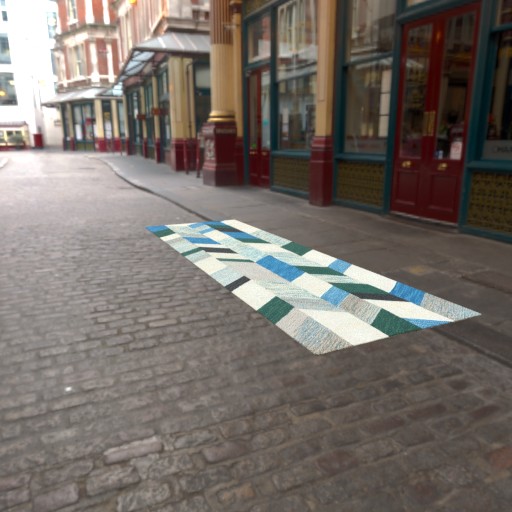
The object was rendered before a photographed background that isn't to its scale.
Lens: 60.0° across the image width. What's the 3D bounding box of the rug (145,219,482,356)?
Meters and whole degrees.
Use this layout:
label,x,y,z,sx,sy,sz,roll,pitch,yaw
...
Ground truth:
label,x,y,z,sx,sy,sz,roll,pitch,yaw
rug,0.000,0.000,2.602,0.774,0.008,2.437,-7,16,-25
